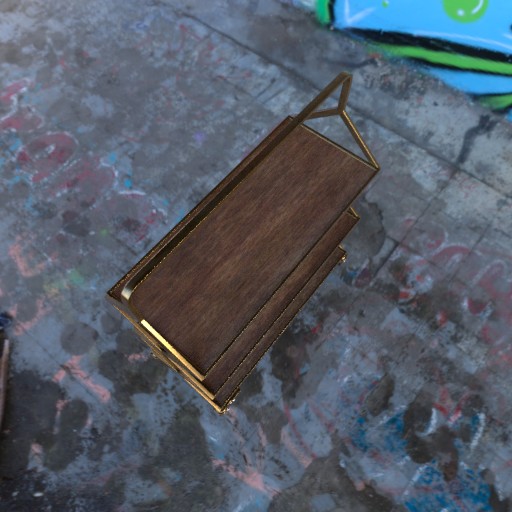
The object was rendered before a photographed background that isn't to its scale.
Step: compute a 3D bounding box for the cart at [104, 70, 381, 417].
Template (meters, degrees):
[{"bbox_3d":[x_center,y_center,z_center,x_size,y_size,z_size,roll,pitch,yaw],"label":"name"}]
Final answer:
[{"bbox_3d":[0.000,0.000,1.209,0.313,0.805,0.723,36,69,16],"label":"cart"}]
